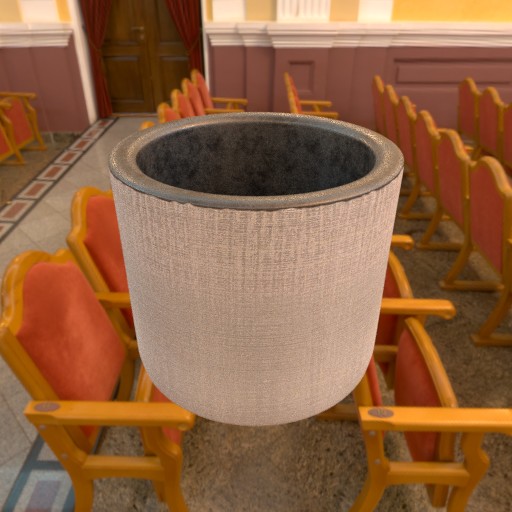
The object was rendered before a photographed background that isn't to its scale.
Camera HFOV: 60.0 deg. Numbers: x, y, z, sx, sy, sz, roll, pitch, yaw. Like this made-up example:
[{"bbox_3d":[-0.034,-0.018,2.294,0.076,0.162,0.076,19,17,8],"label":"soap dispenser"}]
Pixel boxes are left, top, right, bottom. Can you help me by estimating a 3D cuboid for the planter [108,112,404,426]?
[{"bbox_3d":[0.000,0.000,0.219,0.125,0.112,0.125,0,31,0],"label":"planter"}]
